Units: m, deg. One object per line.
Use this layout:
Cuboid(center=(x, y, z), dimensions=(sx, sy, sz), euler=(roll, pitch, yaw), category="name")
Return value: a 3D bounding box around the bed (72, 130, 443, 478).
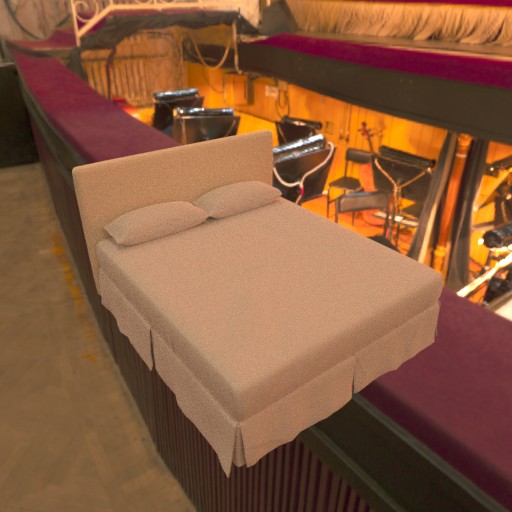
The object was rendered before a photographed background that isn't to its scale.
Cuboid(center=(0.000, 0.000, 3.625), dimensions=(2.119, 1.317, 2.341), euler=(-21, 36, -32), category="bed")
